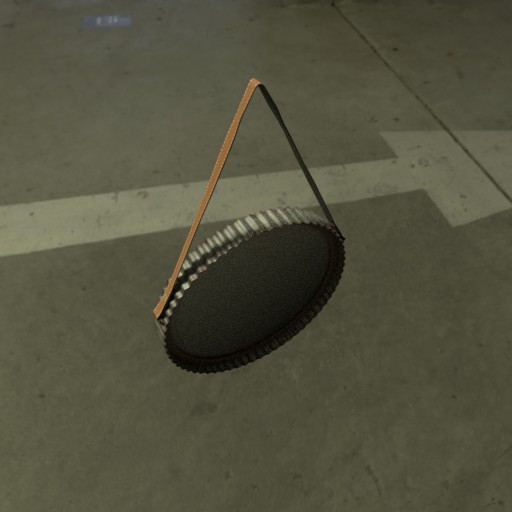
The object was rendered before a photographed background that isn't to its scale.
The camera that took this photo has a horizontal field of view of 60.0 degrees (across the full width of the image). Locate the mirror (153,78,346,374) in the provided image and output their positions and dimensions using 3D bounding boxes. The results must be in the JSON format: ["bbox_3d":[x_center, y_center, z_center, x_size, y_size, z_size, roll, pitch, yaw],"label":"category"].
[{"bbox_3d":[0.000,0.000,0.696,0.355,0.568,0.042,-23,51,-20],"label":"mirror"}]
